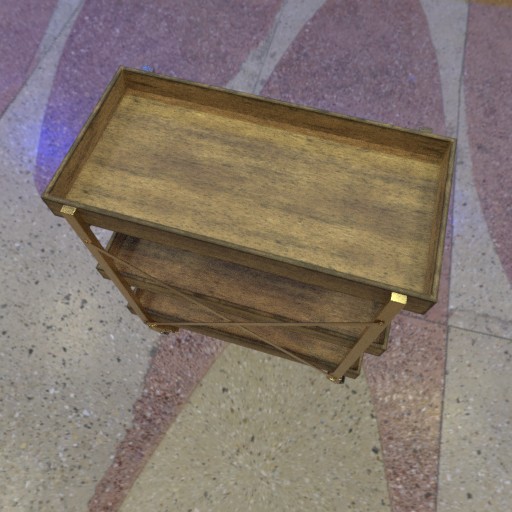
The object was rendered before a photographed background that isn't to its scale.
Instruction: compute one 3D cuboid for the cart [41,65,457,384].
[{"bbox_3d":[0.000,0.000,1.234,0.750,0.799,0.416,15,65,7],"label":"cart"}]
